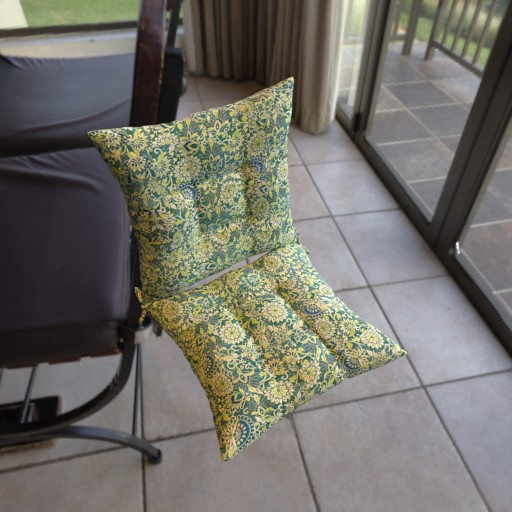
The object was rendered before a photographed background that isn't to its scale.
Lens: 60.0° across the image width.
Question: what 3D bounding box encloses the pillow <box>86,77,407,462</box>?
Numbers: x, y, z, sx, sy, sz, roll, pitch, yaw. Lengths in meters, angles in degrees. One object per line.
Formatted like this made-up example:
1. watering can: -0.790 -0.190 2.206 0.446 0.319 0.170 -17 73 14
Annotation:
1. pillow: 0.000 0.000 1.009 0.541 0.536 0.585 -23 49 -21
